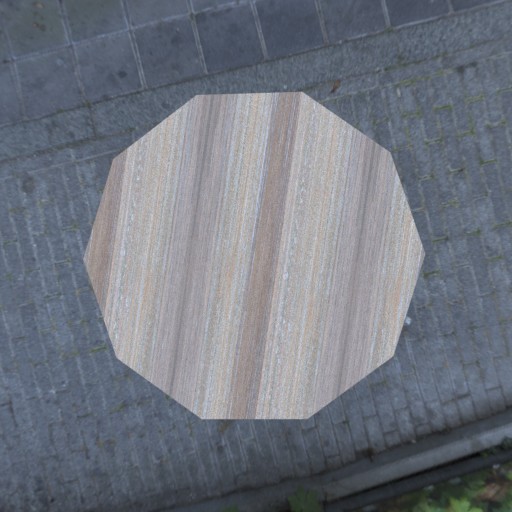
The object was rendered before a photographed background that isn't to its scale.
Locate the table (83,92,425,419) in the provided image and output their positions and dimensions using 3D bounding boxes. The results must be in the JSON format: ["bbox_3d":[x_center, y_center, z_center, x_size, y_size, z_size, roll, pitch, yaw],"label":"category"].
[{"bbox_3d":[0.000,0.000,1.911,1.186,0.752,1.186,0,90,2],"label":"table"}]
